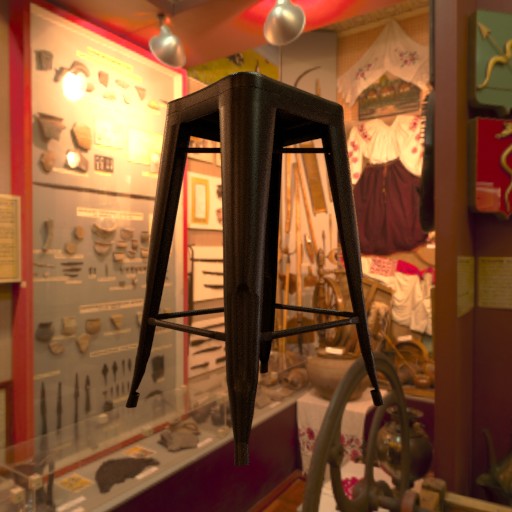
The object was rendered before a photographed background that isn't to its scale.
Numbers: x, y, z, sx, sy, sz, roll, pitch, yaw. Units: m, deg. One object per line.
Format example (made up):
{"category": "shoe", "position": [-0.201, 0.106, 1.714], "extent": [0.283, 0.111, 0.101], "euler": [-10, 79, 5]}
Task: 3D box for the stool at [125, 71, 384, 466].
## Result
{"category": "stool", "position": [0.000, 0.000, 0.897], "extent": [0.423, 0.609, 0.455], "euler": [0, 1, 35]}
